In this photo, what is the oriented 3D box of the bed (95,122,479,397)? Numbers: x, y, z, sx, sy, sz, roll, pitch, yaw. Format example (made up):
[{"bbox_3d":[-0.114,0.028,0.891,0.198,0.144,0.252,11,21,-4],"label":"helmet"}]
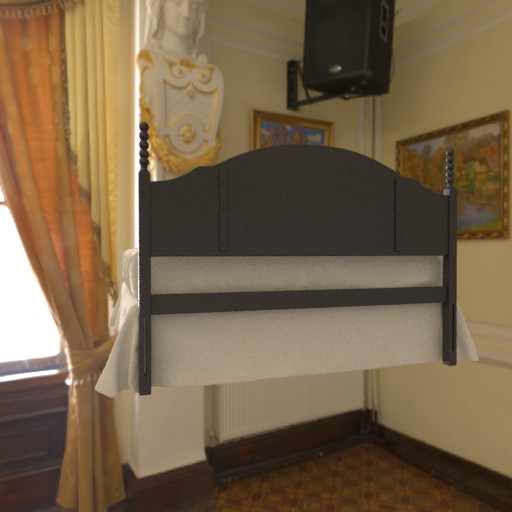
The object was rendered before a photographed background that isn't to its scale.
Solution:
[{"bbox_3d":[0.000,0.000,3.509,2.322,1.355,2.219,0,1,-18],"label":"bed"}]
